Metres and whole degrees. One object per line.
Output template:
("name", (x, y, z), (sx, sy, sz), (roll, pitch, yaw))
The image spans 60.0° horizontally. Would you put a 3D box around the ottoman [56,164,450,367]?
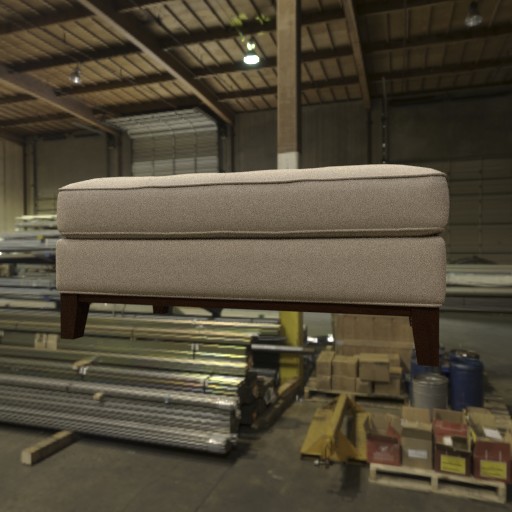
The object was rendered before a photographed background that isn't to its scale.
("ottoman", (0.000, 0.000, 1.492), (1.143, 0.508, 0.648), (0, 1, 17))
